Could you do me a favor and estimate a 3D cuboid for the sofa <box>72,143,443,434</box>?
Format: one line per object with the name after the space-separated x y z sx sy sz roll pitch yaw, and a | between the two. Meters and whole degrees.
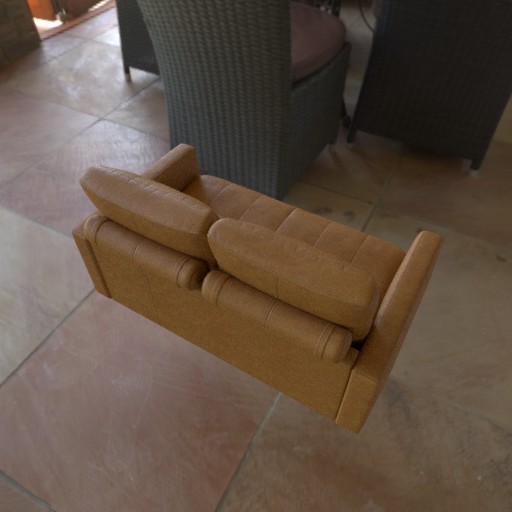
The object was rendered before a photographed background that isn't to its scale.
0.000 0.000 1.999 1.430 0.898 0.868 24 52 20 | sofa
